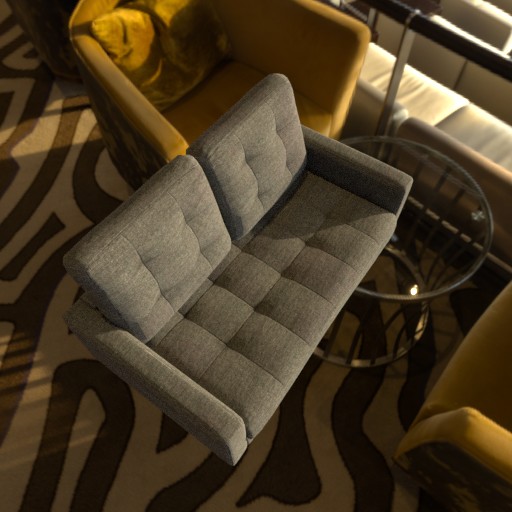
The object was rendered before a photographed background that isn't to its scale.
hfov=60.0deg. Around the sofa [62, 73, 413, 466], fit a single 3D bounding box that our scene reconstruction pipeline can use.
[{"bbox_3d":[0.000,0.000,1.915,0.842,0.907,1.407,31,62,18],"label":"sofa"}]
